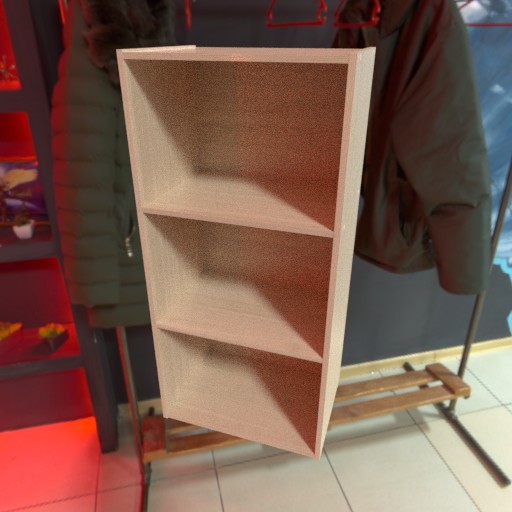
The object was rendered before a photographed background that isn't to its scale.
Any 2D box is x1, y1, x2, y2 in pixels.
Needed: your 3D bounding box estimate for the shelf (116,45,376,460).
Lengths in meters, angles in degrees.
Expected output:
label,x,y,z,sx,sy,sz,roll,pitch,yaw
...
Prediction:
label,x,y,z,sx,sy,sz,roll,pitch,yaw
shelf,0.000,0.000,1.032,0.417,0.876,0.292,9,28,17
